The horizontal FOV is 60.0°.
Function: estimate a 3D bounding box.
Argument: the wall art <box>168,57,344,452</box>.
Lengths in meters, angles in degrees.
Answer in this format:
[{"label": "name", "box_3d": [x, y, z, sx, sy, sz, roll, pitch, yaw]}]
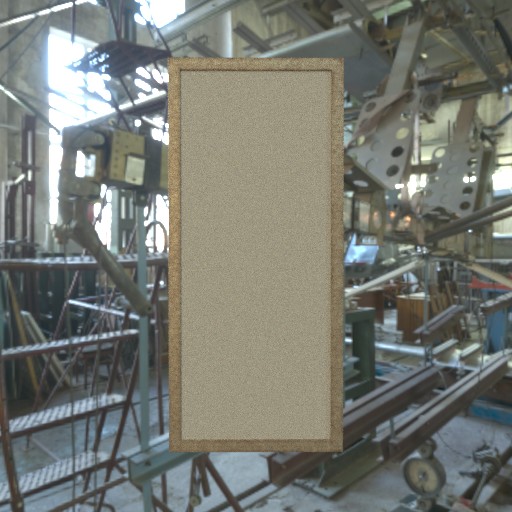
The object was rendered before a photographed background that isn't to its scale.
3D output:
[{"label": "wall art", "box_3d": [0.000, 0.000, 1.666, 0.648, 1.461, 0.051, 0, 1, 0]}]
